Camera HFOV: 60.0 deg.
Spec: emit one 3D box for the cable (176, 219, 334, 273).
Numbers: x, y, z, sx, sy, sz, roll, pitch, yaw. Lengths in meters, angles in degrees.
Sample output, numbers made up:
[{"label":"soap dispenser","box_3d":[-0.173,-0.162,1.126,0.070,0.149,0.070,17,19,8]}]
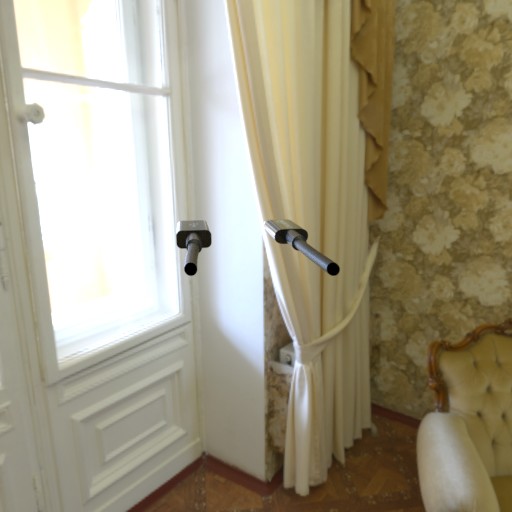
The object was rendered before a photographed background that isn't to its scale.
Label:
[{"label":"cable","box_3d":[0.000,0.000,0.112,0.040,0.006,0.098,-2,14,-9]}]
